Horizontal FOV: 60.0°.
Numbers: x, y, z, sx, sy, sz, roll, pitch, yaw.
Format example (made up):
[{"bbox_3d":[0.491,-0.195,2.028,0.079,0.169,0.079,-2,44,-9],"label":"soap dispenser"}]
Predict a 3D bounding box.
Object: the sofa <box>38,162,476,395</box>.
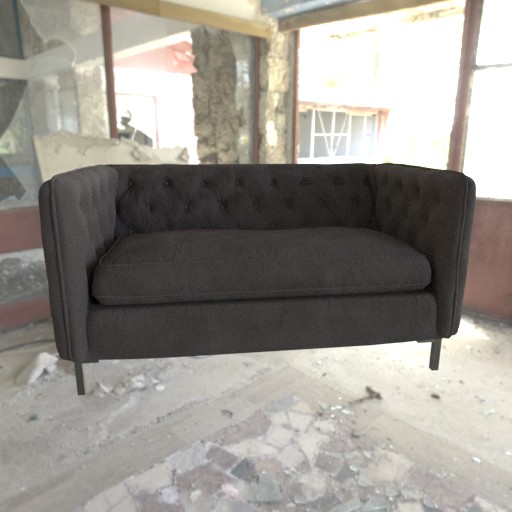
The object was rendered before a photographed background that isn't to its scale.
[{"bbox_3d":[0.000,0.000,2.029,1.583,0.810,0.909,-2,15,-7],"label":"sofa"}]
